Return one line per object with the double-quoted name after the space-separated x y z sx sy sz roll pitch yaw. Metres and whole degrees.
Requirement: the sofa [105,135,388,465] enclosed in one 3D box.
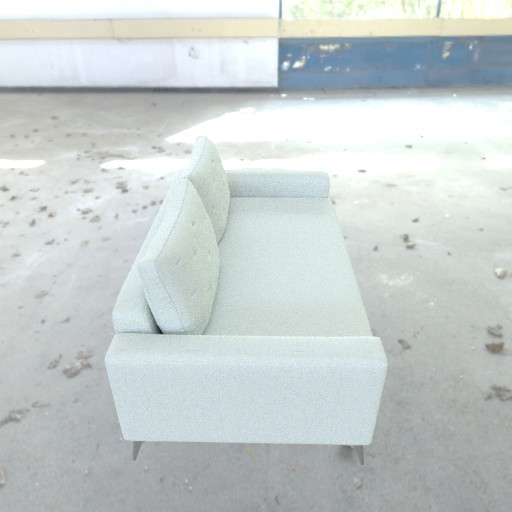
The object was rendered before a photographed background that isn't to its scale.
0.000 0.000 2.119 0.920 0.790 1.650 1 32 1 "sofa"
